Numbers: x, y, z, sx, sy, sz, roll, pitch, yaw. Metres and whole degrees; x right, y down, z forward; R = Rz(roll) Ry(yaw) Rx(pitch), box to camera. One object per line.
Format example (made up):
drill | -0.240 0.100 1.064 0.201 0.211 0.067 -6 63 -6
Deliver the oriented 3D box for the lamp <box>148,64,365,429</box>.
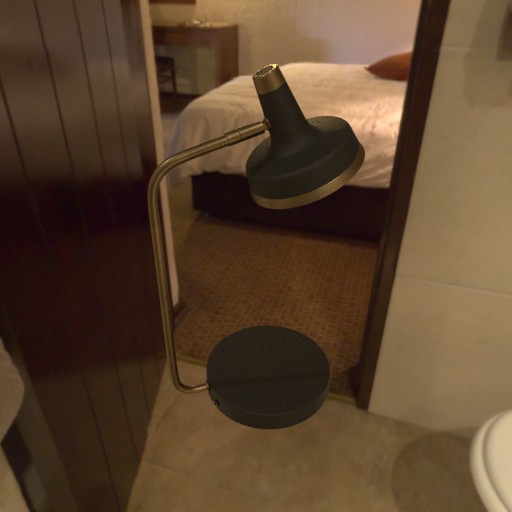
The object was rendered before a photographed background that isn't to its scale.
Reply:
lamp | 0.000 0.000 0.483 0.218 0.385 0.162 -10 33 -16
